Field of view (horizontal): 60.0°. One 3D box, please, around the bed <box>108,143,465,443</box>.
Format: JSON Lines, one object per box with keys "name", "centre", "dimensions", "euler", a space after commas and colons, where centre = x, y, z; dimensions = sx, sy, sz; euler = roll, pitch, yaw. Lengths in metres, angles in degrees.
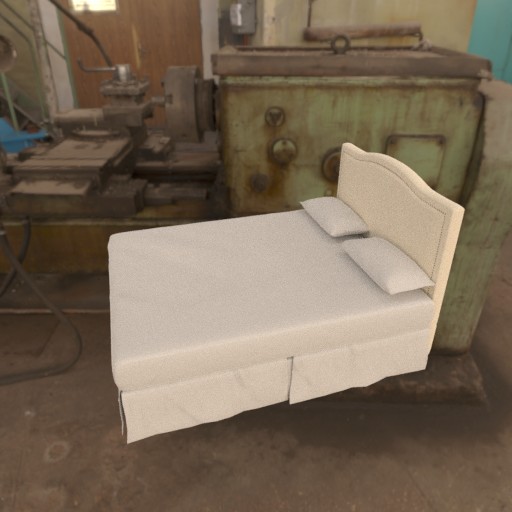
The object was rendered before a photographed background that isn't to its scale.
{"name": "bed", "centre": [0.000, 0.000, 3.712], "dimensions": [2.477, 1.437, 1.977], "euler": [-8, 31, -14]}
